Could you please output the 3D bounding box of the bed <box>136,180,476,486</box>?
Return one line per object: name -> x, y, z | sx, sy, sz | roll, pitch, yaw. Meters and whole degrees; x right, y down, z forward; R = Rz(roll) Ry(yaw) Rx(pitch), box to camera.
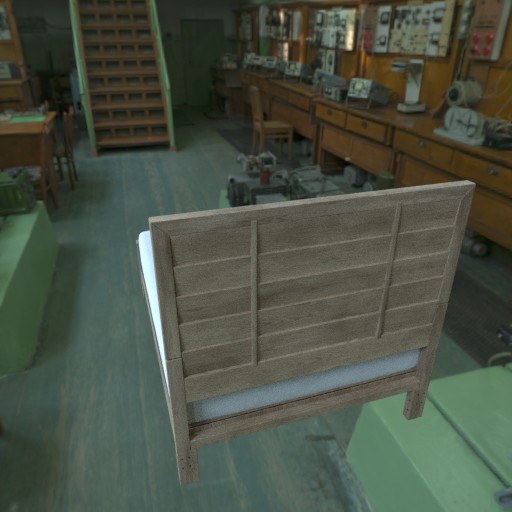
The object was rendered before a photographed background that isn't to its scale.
bed -> 0.000, 0.000, 3.311 | 1.626, 1.626, 2.197 | -9, 28, -16
